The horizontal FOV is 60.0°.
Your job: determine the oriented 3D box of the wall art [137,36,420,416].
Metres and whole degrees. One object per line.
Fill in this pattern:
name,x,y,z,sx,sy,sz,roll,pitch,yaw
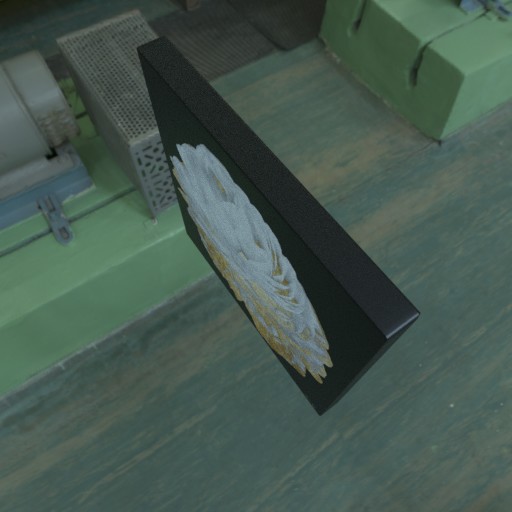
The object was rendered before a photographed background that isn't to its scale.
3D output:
wall art,0.000,0.000,0.597,0.041,0.407,0.406,-32,67,-15
